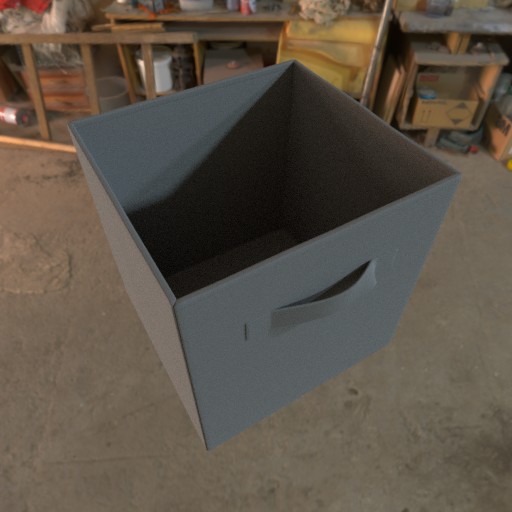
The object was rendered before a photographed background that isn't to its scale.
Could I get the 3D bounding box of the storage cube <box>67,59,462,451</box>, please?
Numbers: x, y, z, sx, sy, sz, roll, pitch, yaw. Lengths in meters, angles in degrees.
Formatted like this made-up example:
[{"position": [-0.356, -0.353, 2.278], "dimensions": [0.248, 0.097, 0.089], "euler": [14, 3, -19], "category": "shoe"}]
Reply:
[{"position": [0.000, 0.000, 0.497], "dimensions": [0.270, 0.280, 0.270], "euler": [-24, 52, -20], "category": "storage cube"}]
